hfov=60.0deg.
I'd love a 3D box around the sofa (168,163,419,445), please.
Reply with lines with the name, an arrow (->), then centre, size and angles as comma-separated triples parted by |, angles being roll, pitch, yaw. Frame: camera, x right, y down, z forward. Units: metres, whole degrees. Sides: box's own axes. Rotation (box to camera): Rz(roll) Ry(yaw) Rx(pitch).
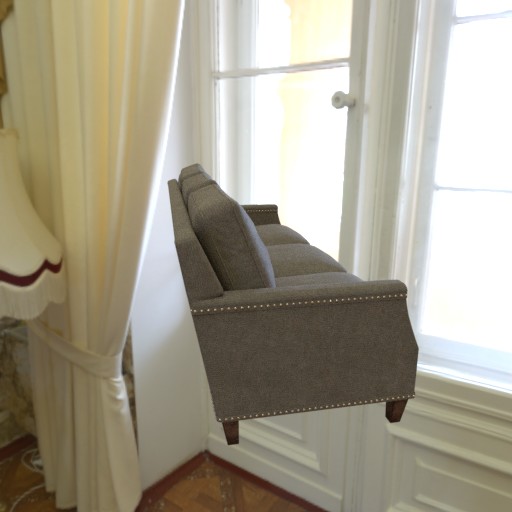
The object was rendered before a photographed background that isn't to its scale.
sofa -> 0.000, 0.000, 2.795 | 1.034, 1.042, 2.226 | -3, 16, -11
